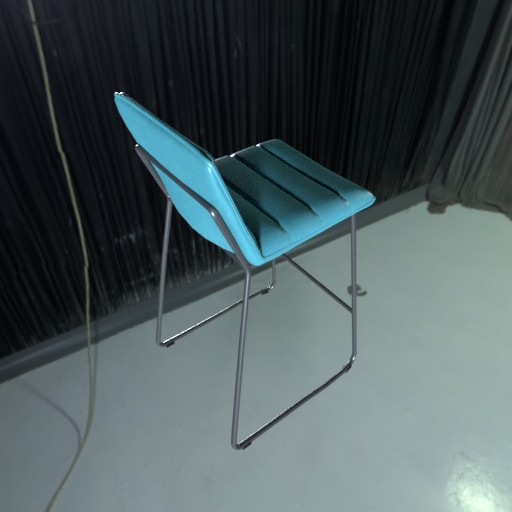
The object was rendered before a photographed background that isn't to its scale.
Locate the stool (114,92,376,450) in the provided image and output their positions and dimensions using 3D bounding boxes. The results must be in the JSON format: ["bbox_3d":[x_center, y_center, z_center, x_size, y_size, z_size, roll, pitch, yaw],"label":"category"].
[{"bbox_3d":[0.000,0.000,1.249,0.524,0.936,0.489,-27,48,-27],"label":"stool"}]
